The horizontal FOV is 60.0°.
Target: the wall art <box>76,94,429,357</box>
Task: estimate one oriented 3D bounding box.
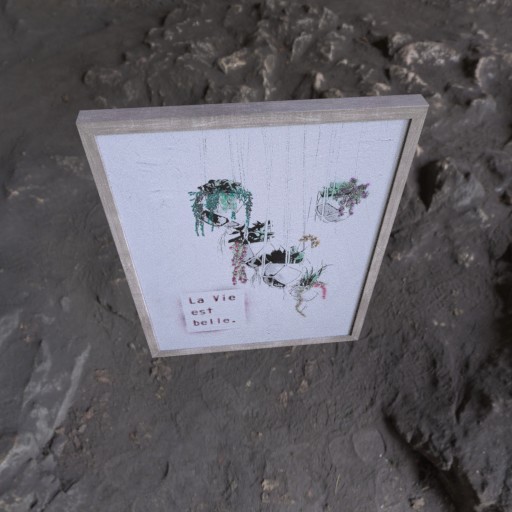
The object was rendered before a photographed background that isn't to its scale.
[{"bbox_3d":[0.000,0.000,0.725,0.421,0.521,0.032,-4,47,-4],"label":"wall art"}]
